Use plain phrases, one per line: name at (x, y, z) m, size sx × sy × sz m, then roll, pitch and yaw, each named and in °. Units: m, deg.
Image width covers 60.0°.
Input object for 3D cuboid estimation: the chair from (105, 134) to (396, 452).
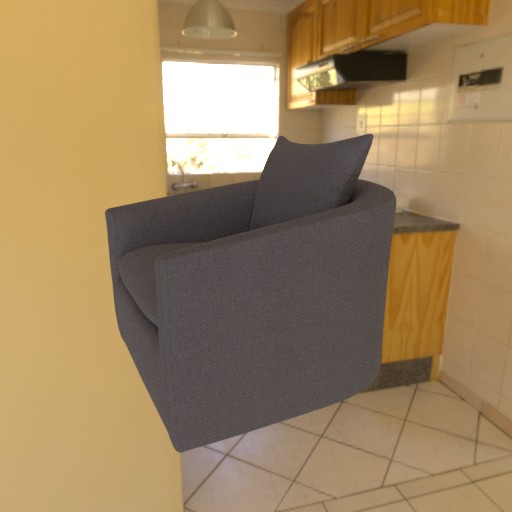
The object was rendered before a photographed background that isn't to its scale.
chair at (0.000, 0.000, 1.600) m, size 0.910 × 0.848 × 0.845 m, roll -7°, pitch 17°, yaw -26°
